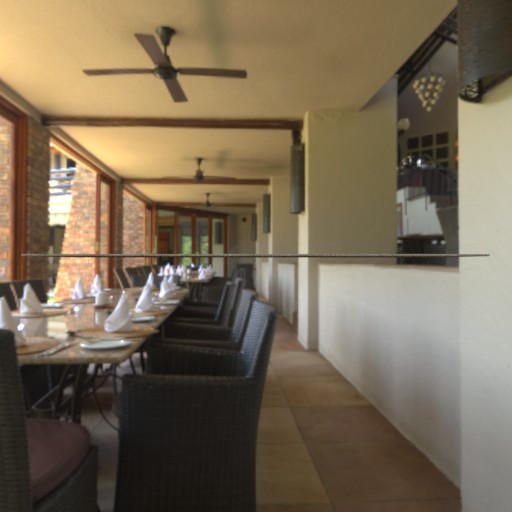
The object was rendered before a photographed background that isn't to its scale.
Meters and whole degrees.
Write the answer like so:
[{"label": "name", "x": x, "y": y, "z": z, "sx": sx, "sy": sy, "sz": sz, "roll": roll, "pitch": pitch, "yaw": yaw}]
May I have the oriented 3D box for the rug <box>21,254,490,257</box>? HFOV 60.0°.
[{"label": "rug", "x": 0.000, "y": 0.000, "z": 2.673, "sx": 2.435, "sy": 0.011, "sz": 0.750, "roll": 0, "pitch": -1, "yaw": -1}]
